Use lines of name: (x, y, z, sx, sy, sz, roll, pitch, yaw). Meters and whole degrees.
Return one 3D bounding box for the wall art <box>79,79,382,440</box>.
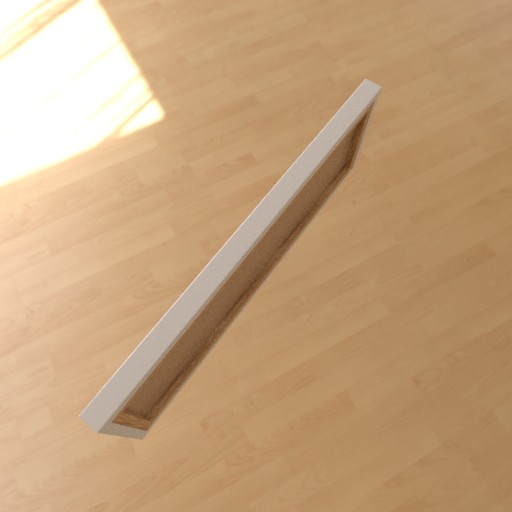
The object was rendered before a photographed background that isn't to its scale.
wall art: (0.000, 0.000, 0.840, 0.038, 0.255, 0.763, 34, 70, 14)
